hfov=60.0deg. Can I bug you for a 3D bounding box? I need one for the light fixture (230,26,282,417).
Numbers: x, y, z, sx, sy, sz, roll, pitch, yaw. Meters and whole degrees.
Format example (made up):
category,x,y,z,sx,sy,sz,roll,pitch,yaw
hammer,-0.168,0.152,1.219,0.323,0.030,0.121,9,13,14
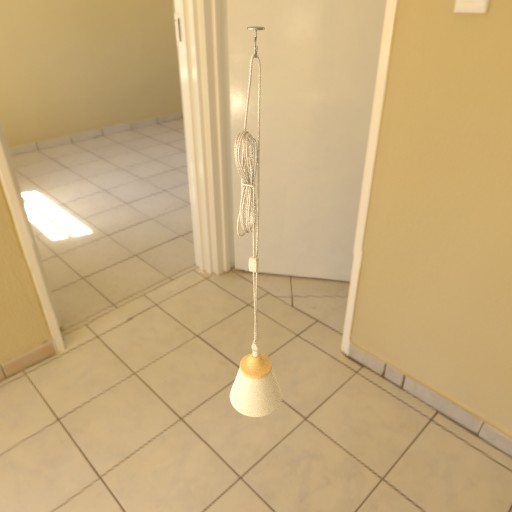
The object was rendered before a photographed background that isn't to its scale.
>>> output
category,x,y,z,sx,sy,sz,roll,pitch,yaw
light fixture,0.000,0.000,1.050,0.153,0.966,0.153,21,38,30
